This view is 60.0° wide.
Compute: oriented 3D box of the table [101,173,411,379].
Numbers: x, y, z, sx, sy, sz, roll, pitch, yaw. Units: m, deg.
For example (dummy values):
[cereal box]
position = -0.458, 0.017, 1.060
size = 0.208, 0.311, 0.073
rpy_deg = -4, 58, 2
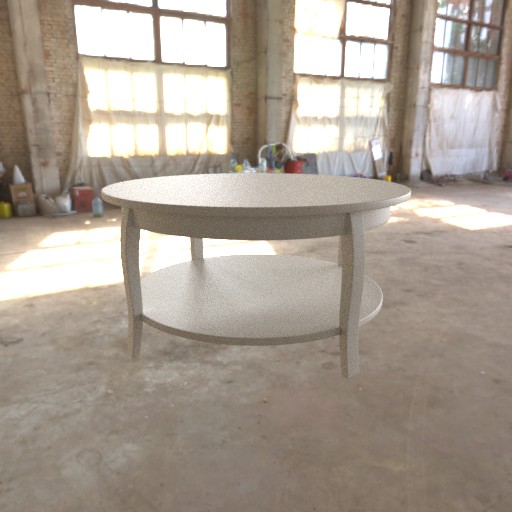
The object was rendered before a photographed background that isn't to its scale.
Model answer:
[table]
position = 0.000, 0.000, 1.433
size = 0.910, 0.457, 0.910
rpy_deg = 0, 15, 0
